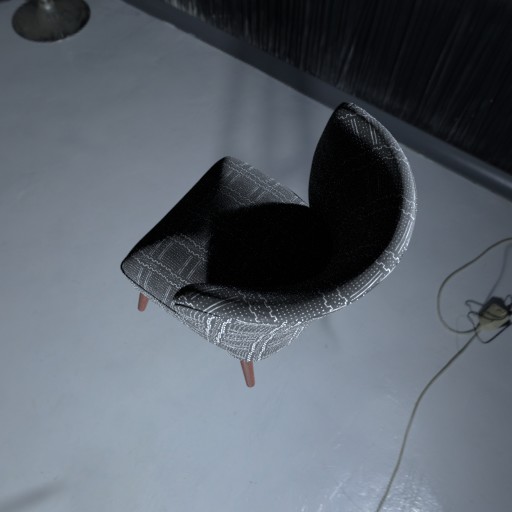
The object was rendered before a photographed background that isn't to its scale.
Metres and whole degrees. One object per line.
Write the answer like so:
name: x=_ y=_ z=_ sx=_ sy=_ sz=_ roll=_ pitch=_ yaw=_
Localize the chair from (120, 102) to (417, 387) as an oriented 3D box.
chair: x=0.000 y=0.000 z=1.411 sx=0.758 sy=0.866 sz=0.710 roll=33 pitch=67 yaw=15
